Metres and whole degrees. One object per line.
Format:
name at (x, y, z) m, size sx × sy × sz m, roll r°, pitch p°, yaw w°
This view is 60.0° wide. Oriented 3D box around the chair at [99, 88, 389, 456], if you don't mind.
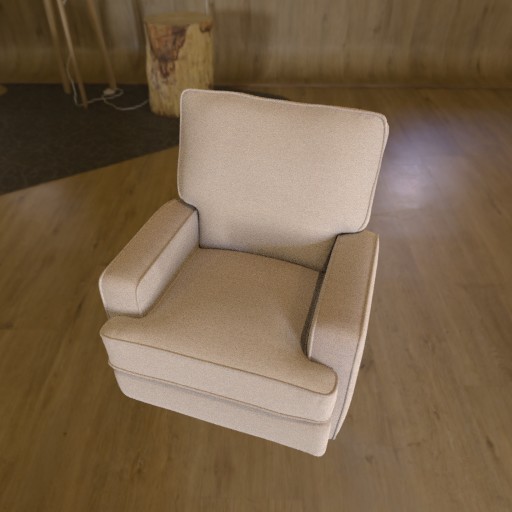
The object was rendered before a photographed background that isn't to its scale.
chair at (0.000, 0.000, 1.618) m, size 0.861 × 0.964 × 0.969 m, roll 11°, pitch 42°, yaw 13°
